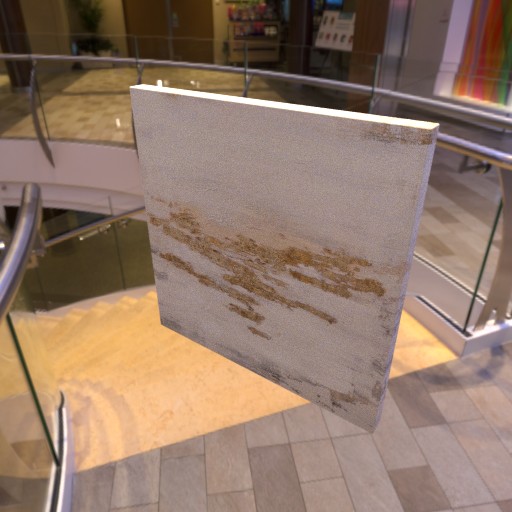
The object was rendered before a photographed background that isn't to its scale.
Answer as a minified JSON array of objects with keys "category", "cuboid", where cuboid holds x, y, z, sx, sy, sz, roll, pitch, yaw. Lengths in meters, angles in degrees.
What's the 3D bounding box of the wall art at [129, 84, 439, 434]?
[{"category":"wall art","cuboid":[0.000,0.000,0.917,0.611,0.613,0.040,19,35,30]}]
